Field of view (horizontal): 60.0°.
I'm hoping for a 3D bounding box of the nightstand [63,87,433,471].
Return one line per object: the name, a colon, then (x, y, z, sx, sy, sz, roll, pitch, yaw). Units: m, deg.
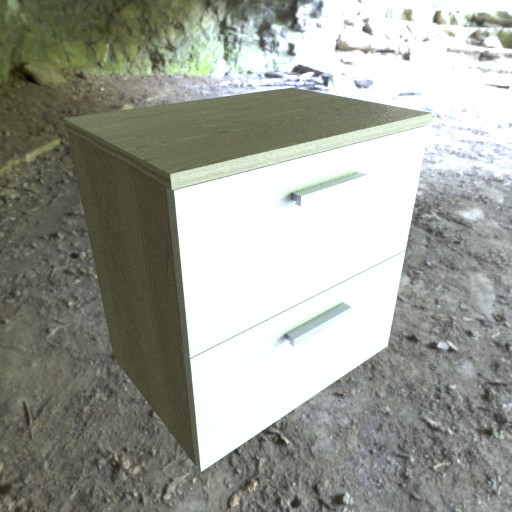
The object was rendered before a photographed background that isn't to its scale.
nightstand: (0.000, 0.000, 0.751, 0.442, 0.461, 0.325, -21, 36, -33)
